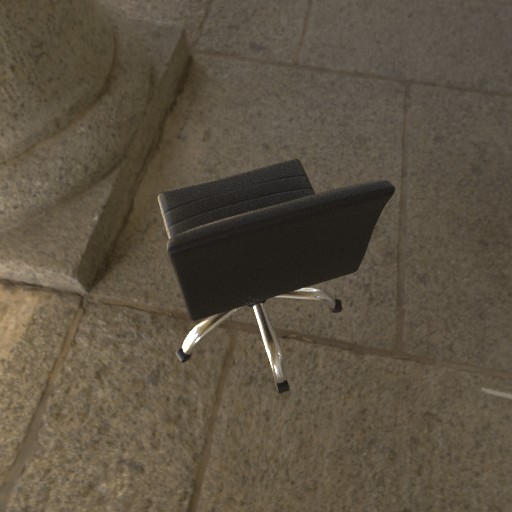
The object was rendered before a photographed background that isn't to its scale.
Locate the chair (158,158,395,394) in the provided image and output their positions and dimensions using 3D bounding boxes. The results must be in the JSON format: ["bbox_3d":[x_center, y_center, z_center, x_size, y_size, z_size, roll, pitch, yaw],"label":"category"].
[{"bbox_3d":[0.000,0.000,1.111,0.556,0.780,0.530,-16,62,-9],"label":"chair"}]
